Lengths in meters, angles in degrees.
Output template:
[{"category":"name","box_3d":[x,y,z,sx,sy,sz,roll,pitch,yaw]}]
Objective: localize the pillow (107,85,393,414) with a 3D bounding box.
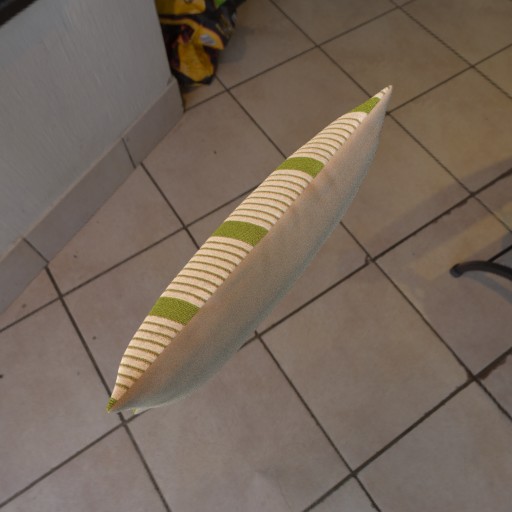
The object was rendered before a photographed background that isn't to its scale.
[{"category":"pillow","box_3d":[0.000,0.000,0.717,0.156,0.292,0.608,35,69,15]}]
